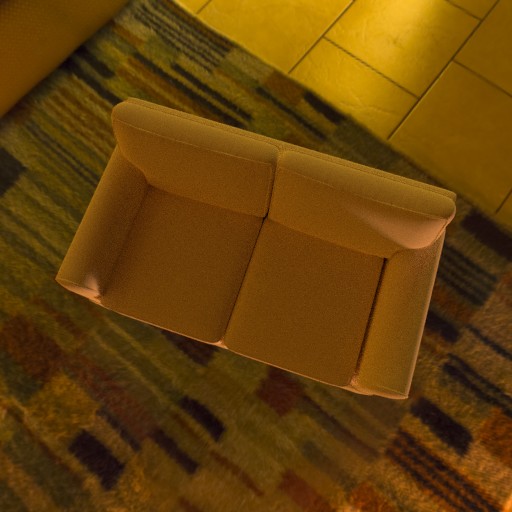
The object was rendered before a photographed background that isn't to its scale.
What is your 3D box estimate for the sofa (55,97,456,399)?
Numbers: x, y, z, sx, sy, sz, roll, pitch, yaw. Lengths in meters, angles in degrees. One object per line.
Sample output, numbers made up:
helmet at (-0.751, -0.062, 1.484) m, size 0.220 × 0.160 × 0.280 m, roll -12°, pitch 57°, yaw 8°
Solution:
sofa at (0.000, 0.000, 2.294) m, size 1.727 × 0.940 × 0.991 m, roll 18°, pitch 76°, yaw 5°
